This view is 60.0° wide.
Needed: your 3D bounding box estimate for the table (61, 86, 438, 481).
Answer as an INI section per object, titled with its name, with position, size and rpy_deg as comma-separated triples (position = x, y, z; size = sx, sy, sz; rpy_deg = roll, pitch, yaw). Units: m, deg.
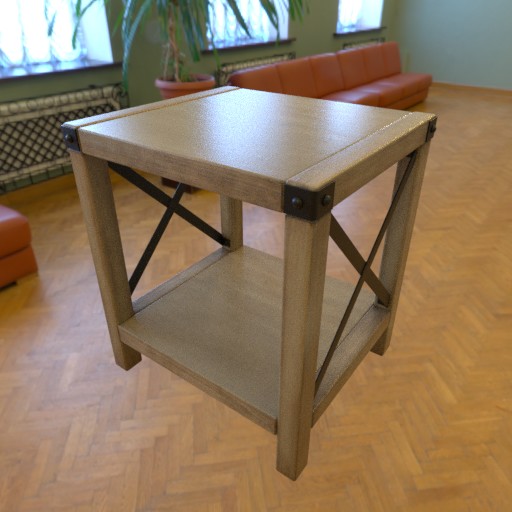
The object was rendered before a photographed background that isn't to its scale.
[table]
position = 0.000, 0.000, 0.920
size = 0.510, 0.561, 0.459
rpy_deg = 21, 36, 31
